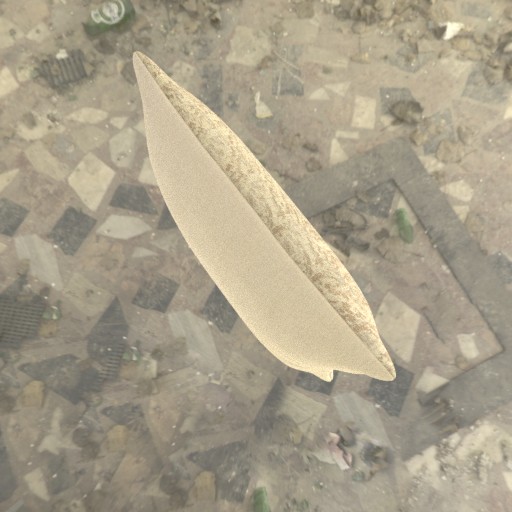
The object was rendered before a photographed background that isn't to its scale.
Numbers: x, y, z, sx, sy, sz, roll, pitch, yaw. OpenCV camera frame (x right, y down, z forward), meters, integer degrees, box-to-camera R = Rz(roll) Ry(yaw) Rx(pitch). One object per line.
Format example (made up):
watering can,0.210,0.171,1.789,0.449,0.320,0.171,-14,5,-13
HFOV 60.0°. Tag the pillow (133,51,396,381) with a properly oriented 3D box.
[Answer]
pillow,0.000,0.000,0.768,0.166,0.510,0.523,-35,77,-9
